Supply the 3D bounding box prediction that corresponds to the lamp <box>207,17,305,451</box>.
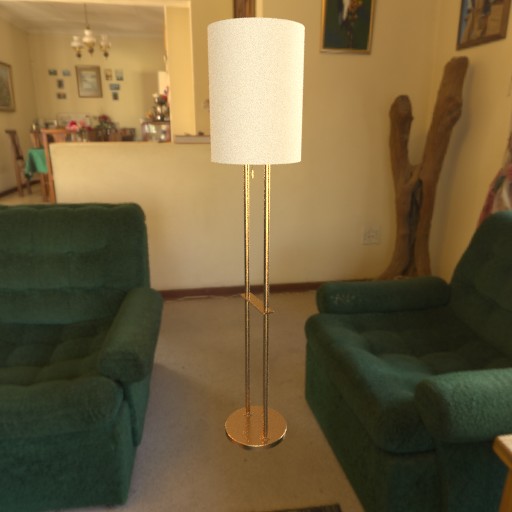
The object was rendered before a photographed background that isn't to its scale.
[{"bbox_3d":[0.000,0.000,1.615,0.305,1.500,0.306,-8,19,-24],"label":"lamp"}]
